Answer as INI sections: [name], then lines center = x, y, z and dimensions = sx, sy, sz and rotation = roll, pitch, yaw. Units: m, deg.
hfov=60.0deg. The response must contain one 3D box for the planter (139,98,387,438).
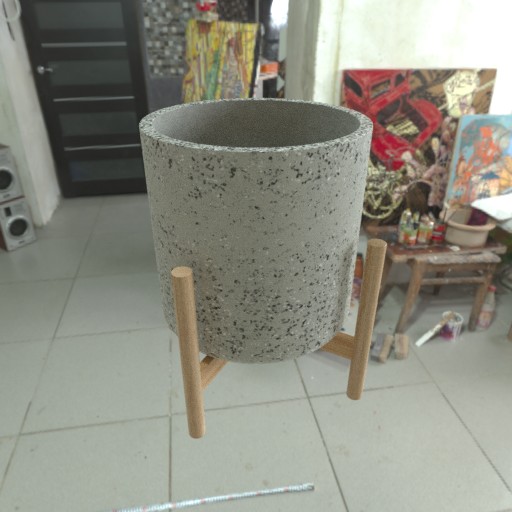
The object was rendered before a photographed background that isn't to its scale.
[planter]
center = 0.000, 0.000, 0.692
dimensions = 0.360, 0.419, 0.360
rotation = -22, 36, -33
